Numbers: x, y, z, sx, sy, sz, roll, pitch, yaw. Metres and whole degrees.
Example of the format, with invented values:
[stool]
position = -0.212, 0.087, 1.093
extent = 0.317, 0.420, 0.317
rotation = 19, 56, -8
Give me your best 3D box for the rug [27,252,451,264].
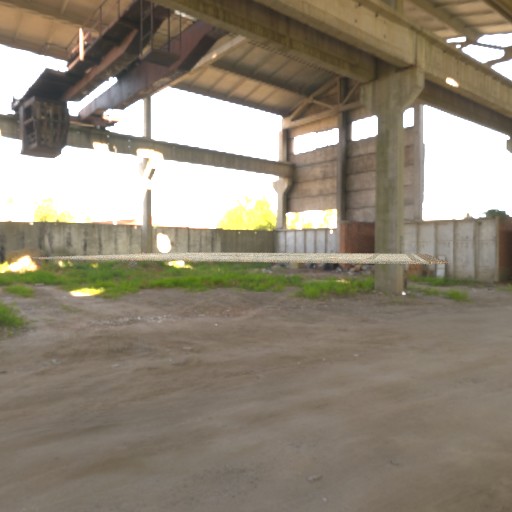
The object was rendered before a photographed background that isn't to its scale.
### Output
[rug]
position = 0.000, 0.000, 2.297
extent = 1.730, 0.009, 1.278
rotation = 0, 2, 18
